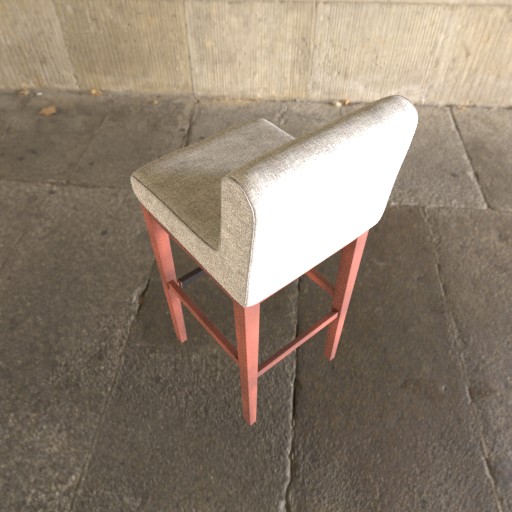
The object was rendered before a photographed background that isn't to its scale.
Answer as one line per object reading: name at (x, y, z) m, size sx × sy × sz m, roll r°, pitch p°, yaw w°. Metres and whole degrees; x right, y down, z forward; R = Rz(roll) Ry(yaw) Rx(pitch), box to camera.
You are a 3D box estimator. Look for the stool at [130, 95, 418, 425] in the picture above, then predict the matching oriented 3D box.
stool at (0.000, 0.000, 1.221) m, size 0.426 × 0.965 × 0.499 m, roll -31°, pitch 54°, yaw -26°
